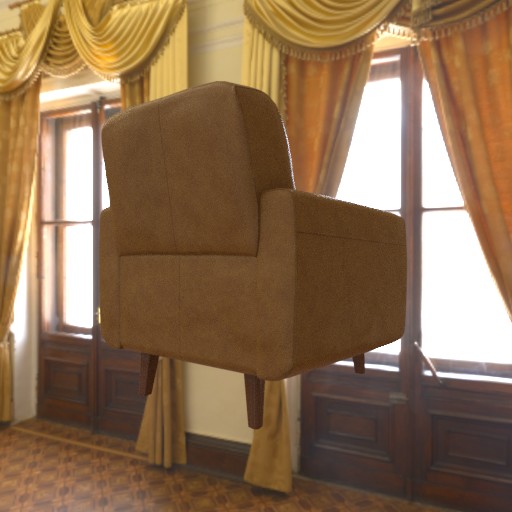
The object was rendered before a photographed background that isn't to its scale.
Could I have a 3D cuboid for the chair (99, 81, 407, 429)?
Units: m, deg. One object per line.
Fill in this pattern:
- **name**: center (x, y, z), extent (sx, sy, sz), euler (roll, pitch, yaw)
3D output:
- **chair**: center (0.000, 0.000, 1.663), extent (0.845, 0.968, 0.942), euler (0, 0, 37)
